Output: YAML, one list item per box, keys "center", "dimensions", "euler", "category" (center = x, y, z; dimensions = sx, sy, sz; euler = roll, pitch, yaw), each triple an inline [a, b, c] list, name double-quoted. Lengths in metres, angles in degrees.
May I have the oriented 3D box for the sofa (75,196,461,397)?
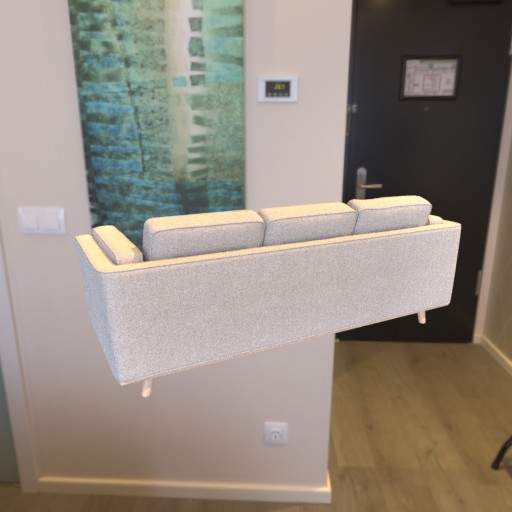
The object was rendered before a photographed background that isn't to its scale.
- center: [0.000, 0.000, 3.231]
  dimensions: [2.411, 0.929, 1.604]
  euler: [-8, 17, -27]
  category: "sofa"
